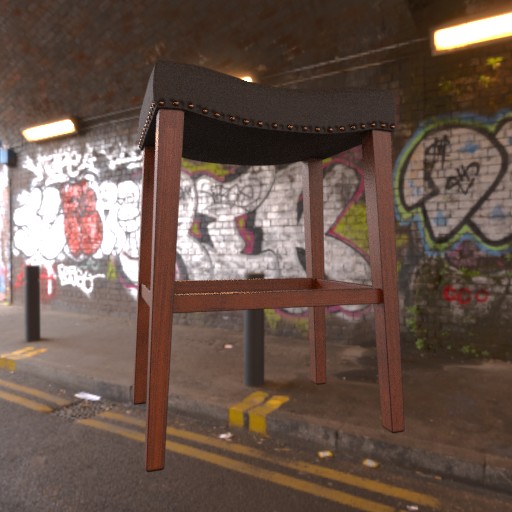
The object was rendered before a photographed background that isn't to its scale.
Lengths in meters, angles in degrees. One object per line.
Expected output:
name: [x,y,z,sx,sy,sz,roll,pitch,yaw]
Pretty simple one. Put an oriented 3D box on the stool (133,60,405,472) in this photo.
stool: [0.000,0.000,0.848,0.439,0.612,0.320,0,1,-19]
